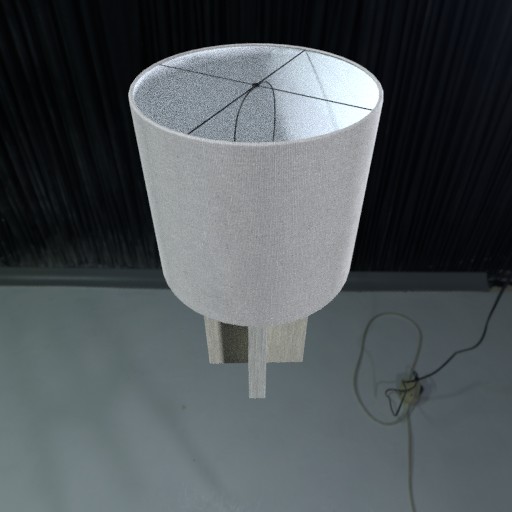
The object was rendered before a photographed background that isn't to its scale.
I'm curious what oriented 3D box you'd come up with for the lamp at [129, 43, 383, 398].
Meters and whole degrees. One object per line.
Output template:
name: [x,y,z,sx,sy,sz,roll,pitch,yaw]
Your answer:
lamp: [0.000,0.000,0.549,0.229,0.428,0.229,-1,43,-1]
